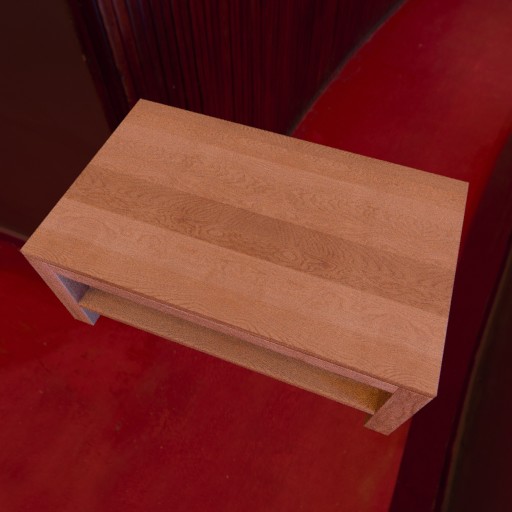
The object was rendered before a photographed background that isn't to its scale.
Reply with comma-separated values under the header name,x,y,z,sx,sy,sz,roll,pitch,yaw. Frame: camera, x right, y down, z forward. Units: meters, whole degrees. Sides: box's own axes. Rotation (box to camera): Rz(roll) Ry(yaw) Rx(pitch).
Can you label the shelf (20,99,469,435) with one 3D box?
name,x,y,z,sx,sy,sz,roll,pitch,yaw
shelf,0.000,0.000,1.497,1.150,0.450,0.700,17,59,11
